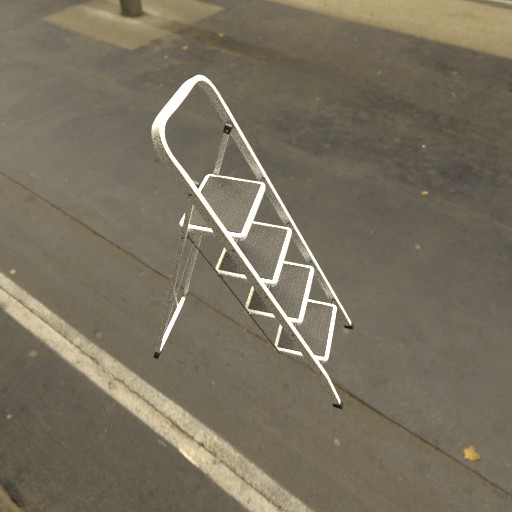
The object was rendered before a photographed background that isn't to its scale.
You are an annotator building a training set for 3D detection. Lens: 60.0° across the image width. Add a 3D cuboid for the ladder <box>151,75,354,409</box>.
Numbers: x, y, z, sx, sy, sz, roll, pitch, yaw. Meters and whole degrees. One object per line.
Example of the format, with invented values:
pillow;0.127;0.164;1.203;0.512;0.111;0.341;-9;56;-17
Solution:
ladder;0.000;0.000;1.733;0.914;1.265;0.460;11;48;10
